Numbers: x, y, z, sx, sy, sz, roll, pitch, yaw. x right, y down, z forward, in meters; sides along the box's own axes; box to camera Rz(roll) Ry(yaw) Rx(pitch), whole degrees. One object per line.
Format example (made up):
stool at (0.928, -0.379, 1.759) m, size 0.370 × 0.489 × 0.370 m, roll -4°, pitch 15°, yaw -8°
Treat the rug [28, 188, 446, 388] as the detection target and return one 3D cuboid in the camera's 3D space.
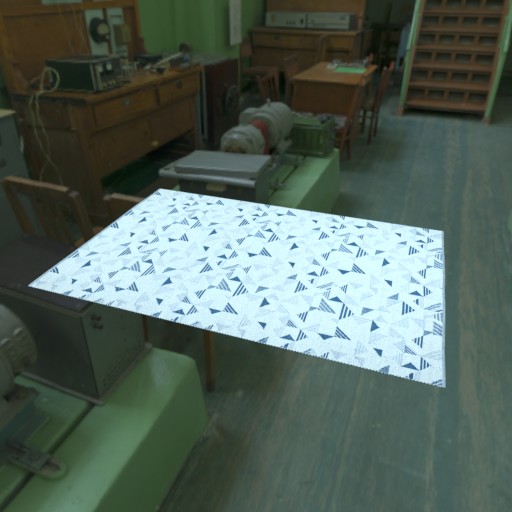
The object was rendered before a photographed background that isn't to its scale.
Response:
rug at (0.000, 0.000, 2.285) m, size 1.835 × 0.003 × 1.206 m, roll 11°, pitch 33°, yaw 16°
